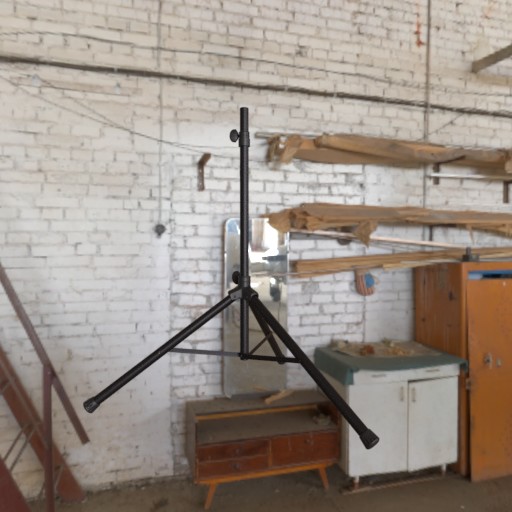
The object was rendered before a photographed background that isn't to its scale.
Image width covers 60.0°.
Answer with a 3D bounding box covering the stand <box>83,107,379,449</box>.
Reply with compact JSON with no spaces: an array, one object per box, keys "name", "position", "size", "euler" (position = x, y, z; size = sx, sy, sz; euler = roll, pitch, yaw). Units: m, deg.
[{"name":"stand","position":[0.000,0.000,1.854],"size":[1.045,1.136,0.907],"euler":[1,2,18]}]
